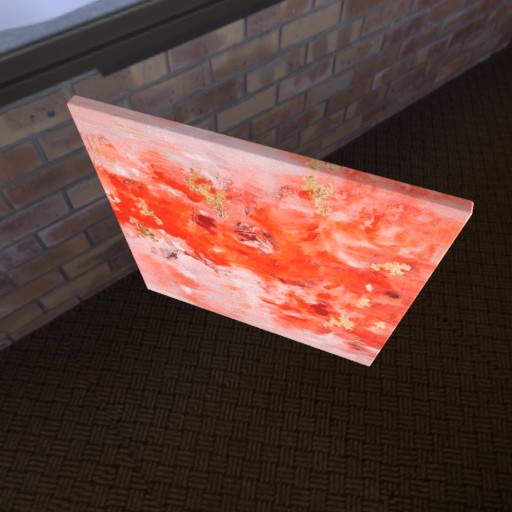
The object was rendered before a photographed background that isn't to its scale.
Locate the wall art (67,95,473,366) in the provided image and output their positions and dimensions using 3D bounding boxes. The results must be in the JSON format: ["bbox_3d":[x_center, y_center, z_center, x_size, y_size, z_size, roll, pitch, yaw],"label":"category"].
[{"bbox_3d":[0.000,0.000,1.288,0.878,0.878,0.066,18,60,11],"label":"wall art"}]
